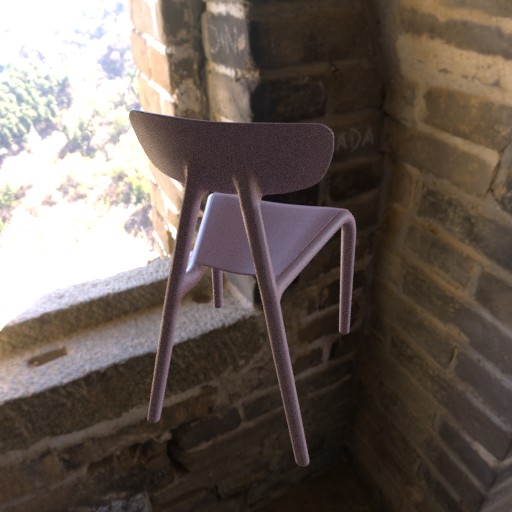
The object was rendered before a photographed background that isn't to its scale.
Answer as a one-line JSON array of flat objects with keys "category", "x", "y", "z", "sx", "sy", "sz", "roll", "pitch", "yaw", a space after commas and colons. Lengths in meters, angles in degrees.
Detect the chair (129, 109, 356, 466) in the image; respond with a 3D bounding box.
[{"category": "chair", "x": 0.000, "y": 0.000, "z": 0.833, "sx": 0.356, "sy": 0.580, "sz": 0.401, "roll": 9, "pitch": 31, "yaw": 16}]
